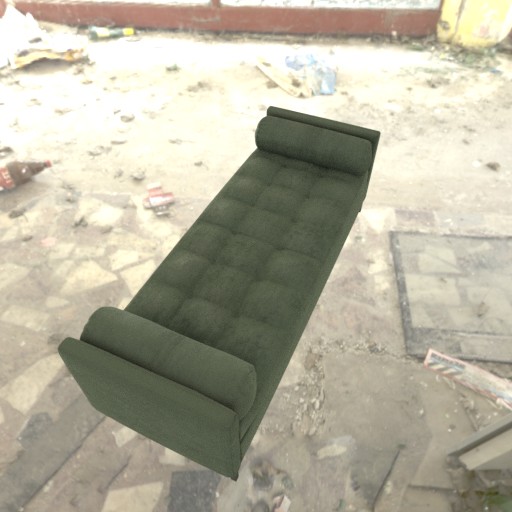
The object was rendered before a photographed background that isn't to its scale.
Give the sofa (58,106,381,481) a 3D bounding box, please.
[{"bbox_3d":[0.000,0.000,2.504,0.817,0.681,2.130,19,50,17],"label":"sofa"}]
